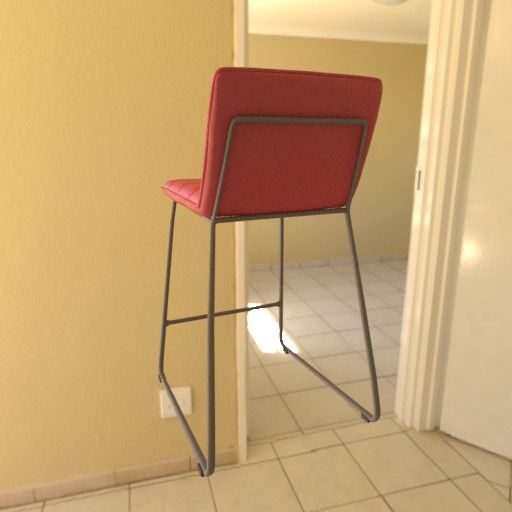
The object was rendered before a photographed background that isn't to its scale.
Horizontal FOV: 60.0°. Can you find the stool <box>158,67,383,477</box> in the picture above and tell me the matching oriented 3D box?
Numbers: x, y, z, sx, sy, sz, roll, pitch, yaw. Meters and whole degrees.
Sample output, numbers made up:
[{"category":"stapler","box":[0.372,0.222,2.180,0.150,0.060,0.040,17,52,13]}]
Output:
[{"category":"stool","box":[0.000,0.000,1.189,0.489,0.866,0.524,-7,16,-24]}]
